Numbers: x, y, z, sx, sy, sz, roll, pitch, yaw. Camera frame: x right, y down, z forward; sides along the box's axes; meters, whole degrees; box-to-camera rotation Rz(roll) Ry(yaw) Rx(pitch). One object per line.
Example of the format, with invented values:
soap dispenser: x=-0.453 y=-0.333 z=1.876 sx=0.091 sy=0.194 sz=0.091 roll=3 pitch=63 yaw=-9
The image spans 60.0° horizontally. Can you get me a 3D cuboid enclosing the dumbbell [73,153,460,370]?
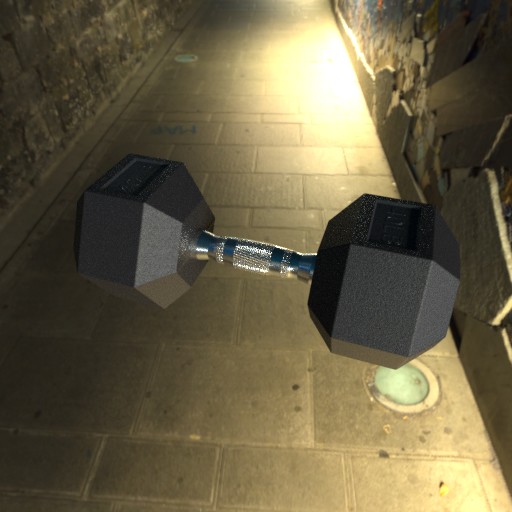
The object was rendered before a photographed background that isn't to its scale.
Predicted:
dumbbell: x=0.000 y=0.000 z=0.442 sx=0.361 sy=0.137 sz=0.157 roll=12 pitch=41 yaw=14
